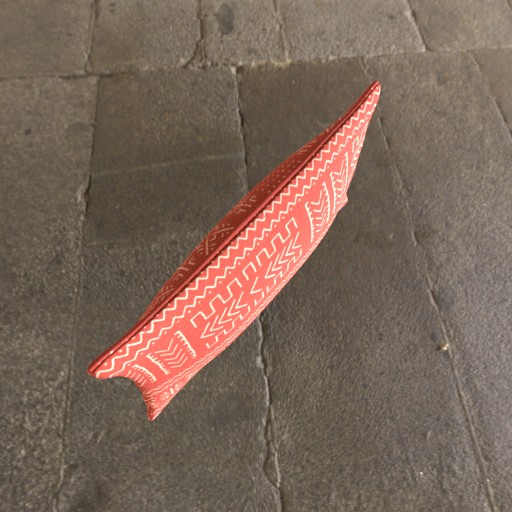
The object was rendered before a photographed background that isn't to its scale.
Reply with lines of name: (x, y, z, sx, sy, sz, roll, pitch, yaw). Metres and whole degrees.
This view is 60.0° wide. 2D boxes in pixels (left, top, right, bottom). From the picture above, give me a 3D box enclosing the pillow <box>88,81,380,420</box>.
pillow: (0.000, 0.000, 0.782, 0.130, 0.352, 0.640, 36, 68, 17)
